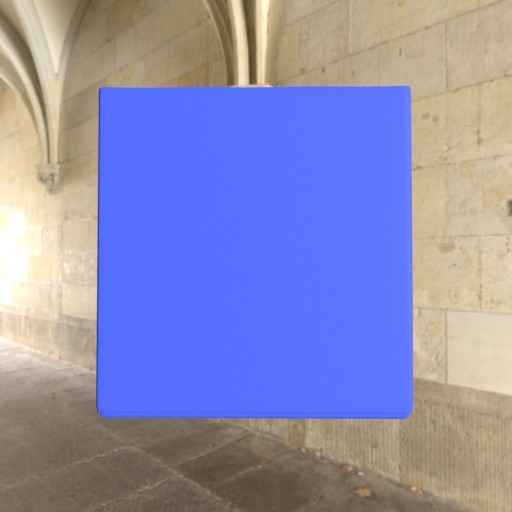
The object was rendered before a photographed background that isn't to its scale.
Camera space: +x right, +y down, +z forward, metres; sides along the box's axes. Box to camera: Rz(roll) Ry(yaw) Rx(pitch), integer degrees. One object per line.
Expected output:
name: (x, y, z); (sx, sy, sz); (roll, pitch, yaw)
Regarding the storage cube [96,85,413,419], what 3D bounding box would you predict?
storage cube: (0.000, 0.000, 0.503); (0.270, 0.280, 0.270); (0, -1, 1)
